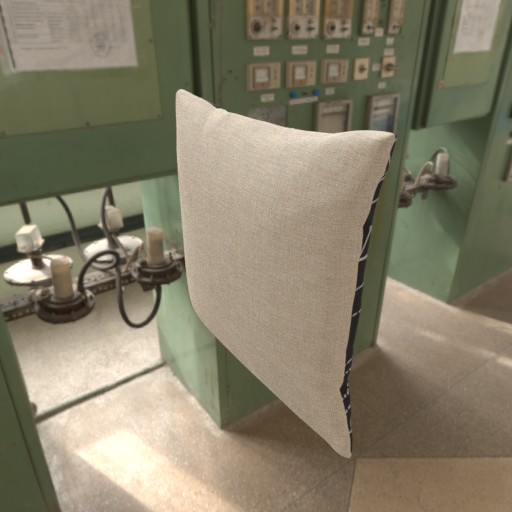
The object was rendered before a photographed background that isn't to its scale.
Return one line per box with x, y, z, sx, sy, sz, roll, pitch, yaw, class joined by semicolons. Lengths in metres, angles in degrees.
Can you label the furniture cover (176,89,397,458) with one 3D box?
0.000;0.000;0.776;0.158;0.508;0.517;-18;32;-31;furniture cover
